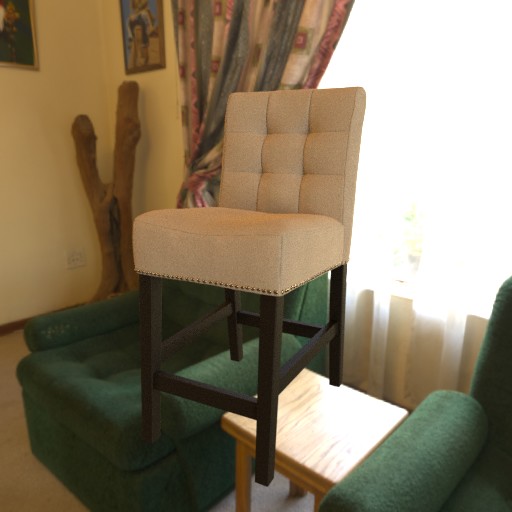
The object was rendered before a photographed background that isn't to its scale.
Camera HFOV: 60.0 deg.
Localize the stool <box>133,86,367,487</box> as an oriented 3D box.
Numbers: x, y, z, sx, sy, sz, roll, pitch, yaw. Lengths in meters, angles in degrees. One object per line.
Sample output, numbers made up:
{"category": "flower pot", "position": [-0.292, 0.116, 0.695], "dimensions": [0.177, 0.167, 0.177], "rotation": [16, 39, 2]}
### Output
{"category": "stool", "position": [0.000, 0.000, 1.186], "dimensions": [0.427, 0.885, 0.571], "rotation": [7, 16, 26]}
